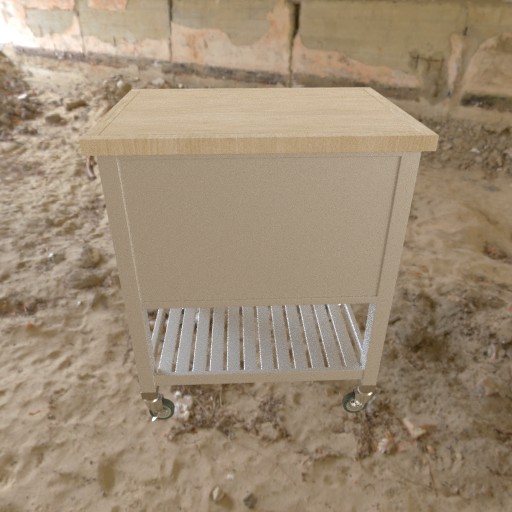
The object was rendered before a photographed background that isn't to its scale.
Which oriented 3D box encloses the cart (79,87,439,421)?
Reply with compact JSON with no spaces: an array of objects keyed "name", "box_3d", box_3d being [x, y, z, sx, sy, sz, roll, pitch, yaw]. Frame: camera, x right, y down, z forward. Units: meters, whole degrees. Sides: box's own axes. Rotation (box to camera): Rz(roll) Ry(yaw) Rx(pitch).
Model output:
[{"name":"cart","box_3d":[0.000,0.000,1.409,0.762,0.914,0.559,-1,31,-2]}]
